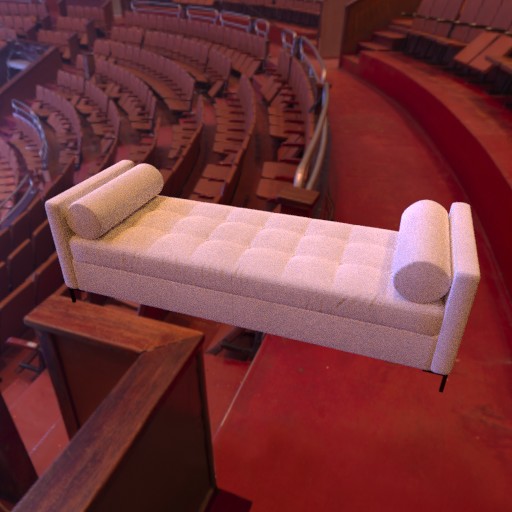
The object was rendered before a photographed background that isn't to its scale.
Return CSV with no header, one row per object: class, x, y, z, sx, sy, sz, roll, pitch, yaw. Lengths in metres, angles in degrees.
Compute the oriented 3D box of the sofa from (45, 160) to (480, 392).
sofa,0.000,0.000,2.322,1.981,0.635,0.686,10,32,17
